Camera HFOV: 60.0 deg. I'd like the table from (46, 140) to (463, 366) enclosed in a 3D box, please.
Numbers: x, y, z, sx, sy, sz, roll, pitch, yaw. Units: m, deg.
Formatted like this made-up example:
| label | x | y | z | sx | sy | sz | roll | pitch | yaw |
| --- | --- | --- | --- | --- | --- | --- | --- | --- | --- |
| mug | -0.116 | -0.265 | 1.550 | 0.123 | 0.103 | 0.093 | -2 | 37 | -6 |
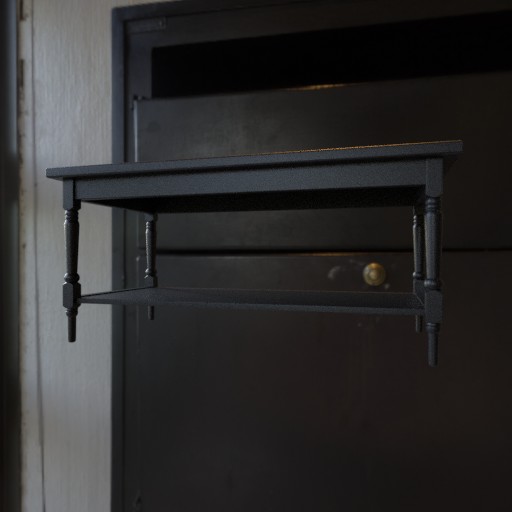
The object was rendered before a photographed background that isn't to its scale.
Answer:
| label | x | y | z | sx | sy | sz | roll | pitch | yaw |
| --- | --- | --- | --- | --- | --- | --- | --- | --- | --- |
| table | 0.000 | 0.000 | 1.388 | 1.107 | 0.510 | 0.550 | 0 | 0 | 16 |
